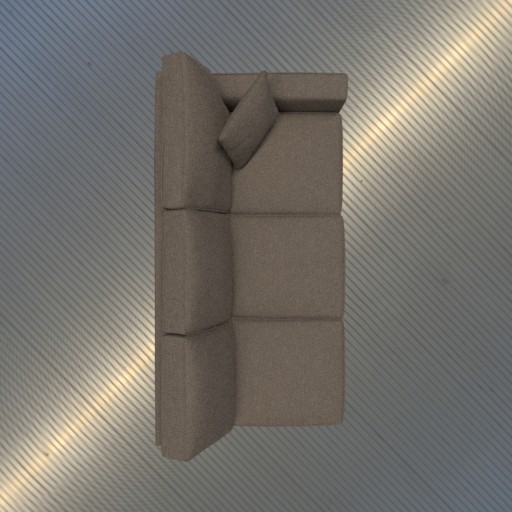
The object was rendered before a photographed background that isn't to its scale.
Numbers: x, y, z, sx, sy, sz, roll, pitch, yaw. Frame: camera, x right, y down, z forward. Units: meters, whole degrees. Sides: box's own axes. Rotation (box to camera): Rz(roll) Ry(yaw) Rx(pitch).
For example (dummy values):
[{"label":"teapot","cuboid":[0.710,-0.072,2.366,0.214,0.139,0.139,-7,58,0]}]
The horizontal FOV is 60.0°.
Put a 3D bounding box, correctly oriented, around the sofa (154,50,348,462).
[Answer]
[{"label":"sofa","cuboid":[0.000,0.000,2.531,1.034,0.946,1.963,0,90,0]}]
